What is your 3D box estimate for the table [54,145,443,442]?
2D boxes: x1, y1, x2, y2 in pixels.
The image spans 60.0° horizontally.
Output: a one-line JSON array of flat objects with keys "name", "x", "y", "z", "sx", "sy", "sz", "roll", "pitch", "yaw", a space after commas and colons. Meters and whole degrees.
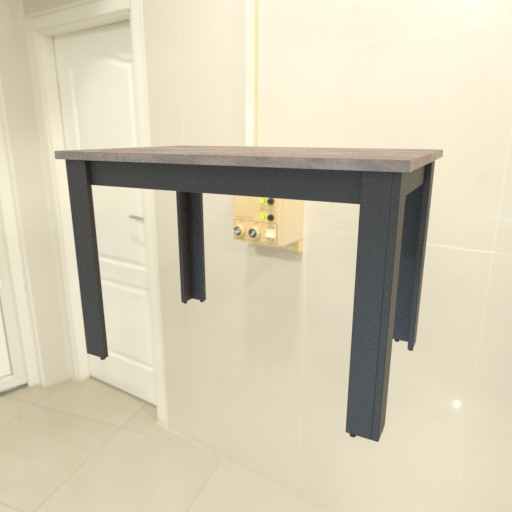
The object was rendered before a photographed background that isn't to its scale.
[{"name": "table", "x": 0.000, "y": 0.000, "z": 1.579, "sx": 1.100, "sy": 0.734, "sz": 0.700, "roll": 8, "pitch": 17, "yaw": 26}]
